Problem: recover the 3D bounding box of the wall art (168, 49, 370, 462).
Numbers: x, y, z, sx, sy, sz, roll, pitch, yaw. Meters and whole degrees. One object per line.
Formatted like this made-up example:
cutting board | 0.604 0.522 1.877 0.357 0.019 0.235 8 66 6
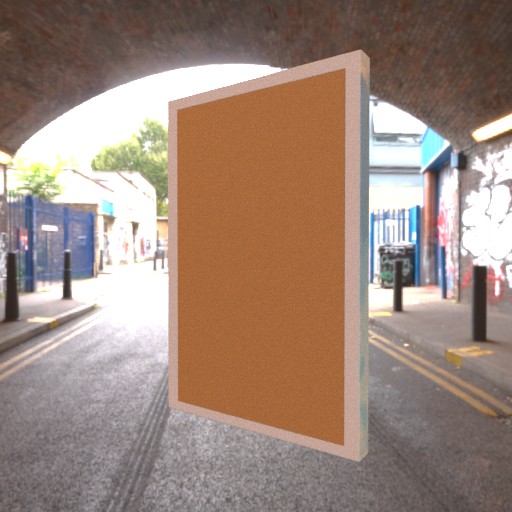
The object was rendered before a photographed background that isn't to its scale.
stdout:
wall art | 0.000 0.000 0.782 0.401 0.610 0.038 1 1 35
